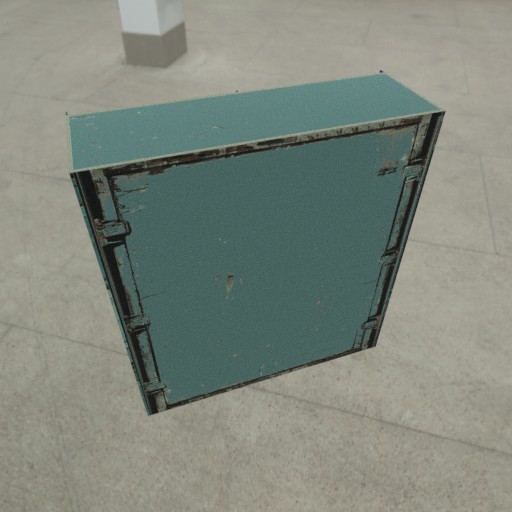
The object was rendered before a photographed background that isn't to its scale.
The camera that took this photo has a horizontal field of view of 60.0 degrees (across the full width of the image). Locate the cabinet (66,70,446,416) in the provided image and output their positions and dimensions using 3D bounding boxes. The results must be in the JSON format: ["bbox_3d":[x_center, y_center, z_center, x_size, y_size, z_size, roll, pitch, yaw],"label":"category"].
[{"bbox_3d":[0.000,0.000,3.183,2.000,2.160,0.680,-13,44,-14],"label":"cabinet"}]
